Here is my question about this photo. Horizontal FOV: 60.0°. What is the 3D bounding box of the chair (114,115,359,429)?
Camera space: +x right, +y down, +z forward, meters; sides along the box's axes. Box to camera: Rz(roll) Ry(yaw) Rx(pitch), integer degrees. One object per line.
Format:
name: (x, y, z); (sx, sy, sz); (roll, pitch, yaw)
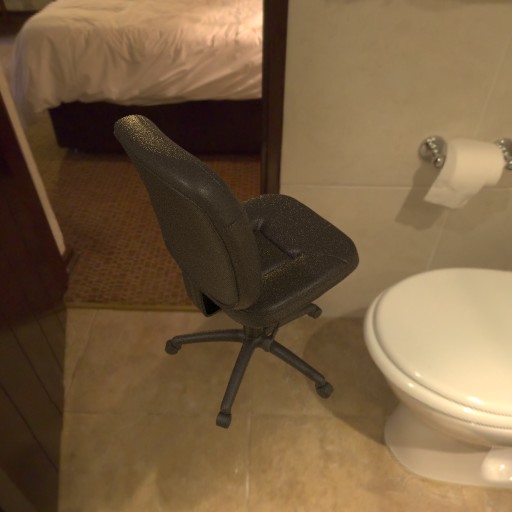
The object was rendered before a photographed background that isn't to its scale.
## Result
chair: (0.000, 0.000, 1.391); (0.646, 0.959, 0.647); (-25, 47, -26)
